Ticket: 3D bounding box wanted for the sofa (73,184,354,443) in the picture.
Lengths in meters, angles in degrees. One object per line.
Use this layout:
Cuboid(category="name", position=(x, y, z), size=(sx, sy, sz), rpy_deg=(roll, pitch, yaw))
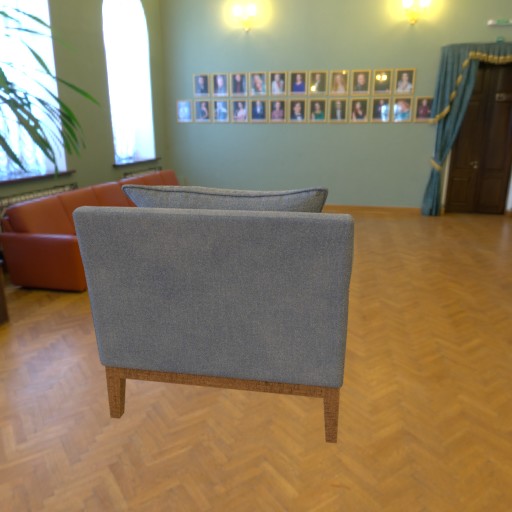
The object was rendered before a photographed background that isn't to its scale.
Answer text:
Cuboid(category="sofa", position=(0.000, 0.000, 2.270), size=(0.904, 0.883, 1.779), rpy_deg=(3, 16, 9))
